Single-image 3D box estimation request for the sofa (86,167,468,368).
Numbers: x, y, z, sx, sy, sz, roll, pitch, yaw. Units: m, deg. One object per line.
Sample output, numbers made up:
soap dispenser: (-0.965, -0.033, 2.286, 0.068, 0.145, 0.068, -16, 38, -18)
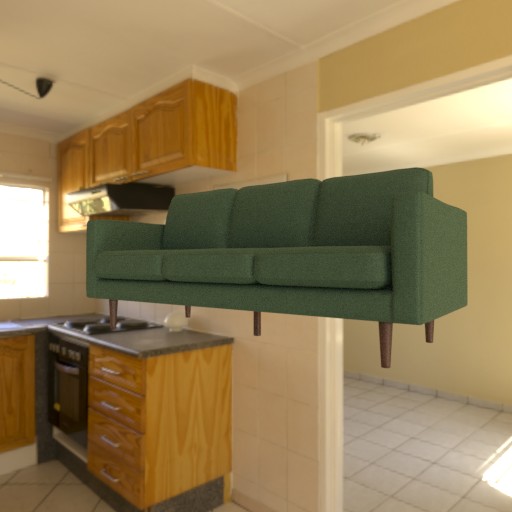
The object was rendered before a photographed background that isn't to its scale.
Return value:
sofa: (0.000, 0.000, 2.496, 2.029, 0.899, 0.879, 0, -1, 36)
